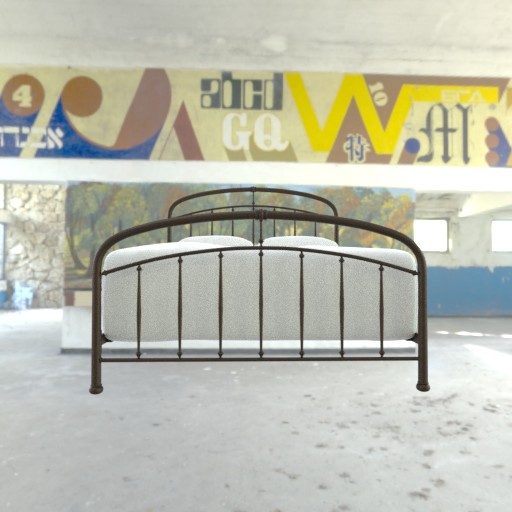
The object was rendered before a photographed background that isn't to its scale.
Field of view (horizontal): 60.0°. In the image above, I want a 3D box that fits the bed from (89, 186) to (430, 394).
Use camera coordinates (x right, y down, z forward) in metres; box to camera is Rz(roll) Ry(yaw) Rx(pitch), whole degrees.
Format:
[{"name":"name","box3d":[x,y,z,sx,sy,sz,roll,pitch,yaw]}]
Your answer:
[{"name":"bed","box3d":[0.000,0.000,3.299,1.711,1.425,2.180,0,-1,-1]}]
